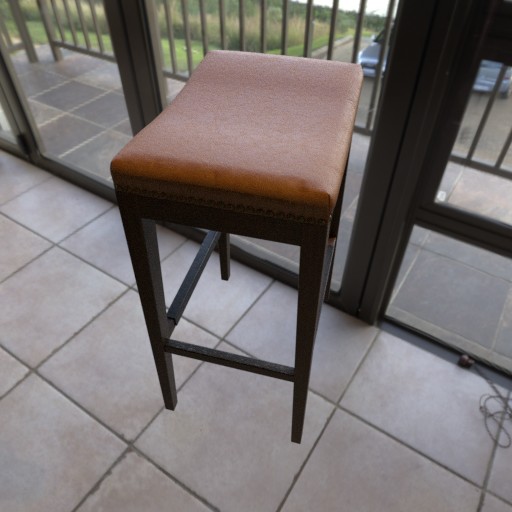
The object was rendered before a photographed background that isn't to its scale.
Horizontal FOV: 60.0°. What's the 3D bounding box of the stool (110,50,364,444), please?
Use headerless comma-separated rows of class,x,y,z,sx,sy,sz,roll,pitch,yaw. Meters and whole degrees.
stool,0.000,0.000,1.041,0.361,0.759,0.500,11,46,10
